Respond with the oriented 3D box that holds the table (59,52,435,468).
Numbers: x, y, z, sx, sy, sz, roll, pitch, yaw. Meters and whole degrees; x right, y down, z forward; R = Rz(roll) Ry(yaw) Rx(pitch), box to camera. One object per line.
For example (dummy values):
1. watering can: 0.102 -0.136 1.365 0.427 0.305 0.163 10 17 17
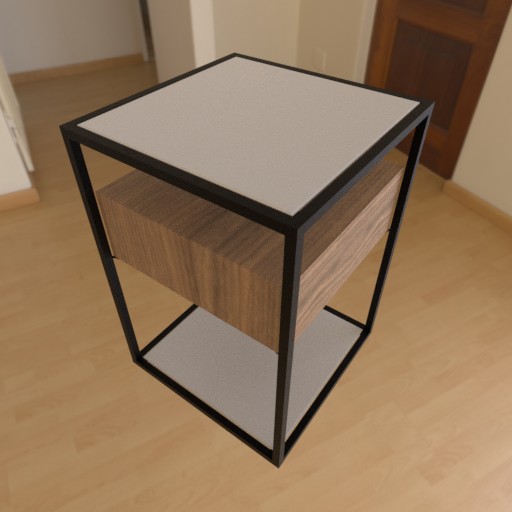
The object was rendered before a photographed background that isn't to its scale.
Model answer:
1. table: 0.000 0.000 0.803 0.378 0.540 0.378 26 48 26
